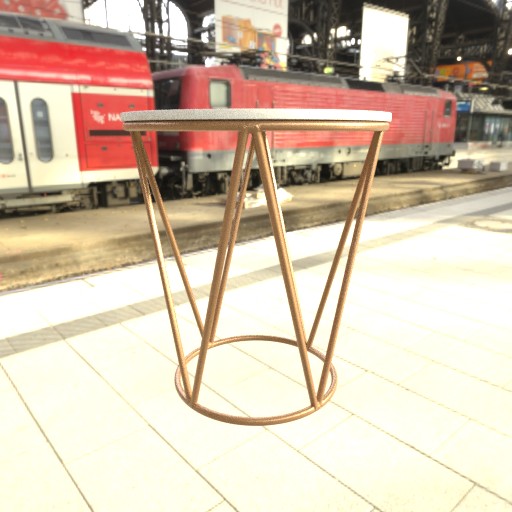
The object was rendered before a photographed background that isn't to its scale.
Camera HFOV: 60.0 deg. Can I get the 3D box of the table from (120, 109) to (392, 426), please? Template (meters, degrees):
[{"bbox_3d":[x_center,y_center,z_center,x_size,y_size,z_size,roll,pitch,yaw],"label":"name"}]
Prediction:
[{"bbox_3d":[0.000,0.000,0.928,0.500,0.564,0.500,0,16,0],"label":"table"}]
